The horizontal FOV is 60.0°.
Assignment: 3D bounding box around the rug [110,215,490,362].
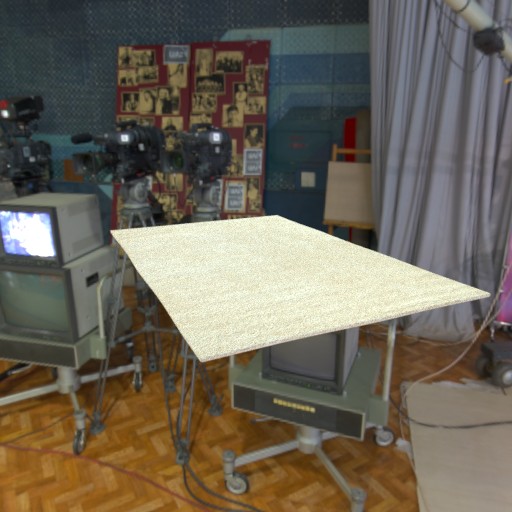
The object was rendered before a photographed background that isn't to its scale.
[{"bbox_3d":[0.000,0.000,3.431,1.800,0.025,2.699,-7,18,-24],"label":"rug"}]
